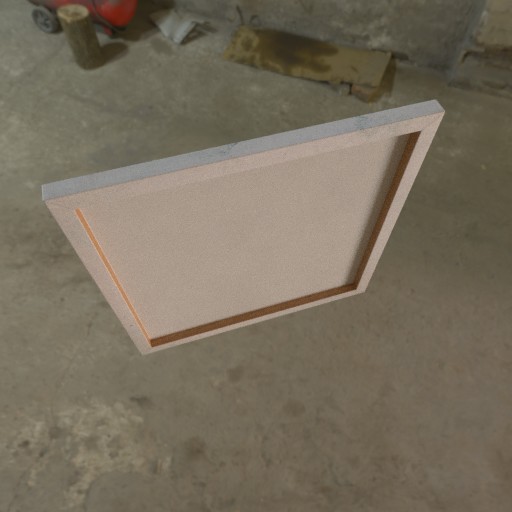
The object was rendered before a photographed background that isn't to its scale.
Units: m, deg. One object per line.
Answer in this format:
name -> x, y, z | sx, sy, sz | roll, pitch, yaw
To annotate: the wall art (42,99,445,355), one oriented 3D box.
wall art -> 0.000, 0.000, 1.136 | 0.762, 0.762, 0.038 | -15, 59, -9
